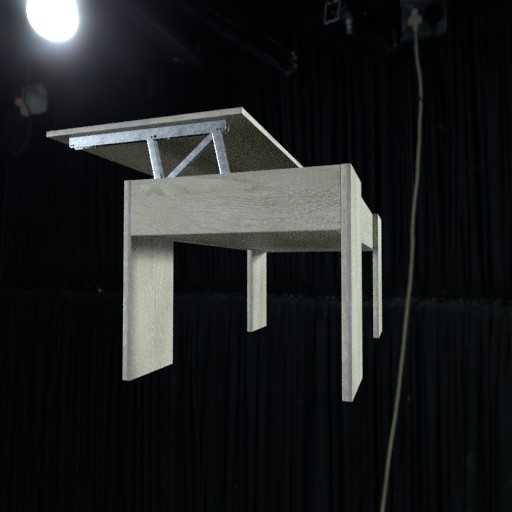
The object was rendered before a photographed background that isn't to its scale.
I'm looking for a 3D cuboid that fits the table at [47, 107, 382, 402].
[{"bbox_3d":[0.000,0.000,1.402,0.711,0.570,1.000,-1,-2,19],"label":"table"}]
